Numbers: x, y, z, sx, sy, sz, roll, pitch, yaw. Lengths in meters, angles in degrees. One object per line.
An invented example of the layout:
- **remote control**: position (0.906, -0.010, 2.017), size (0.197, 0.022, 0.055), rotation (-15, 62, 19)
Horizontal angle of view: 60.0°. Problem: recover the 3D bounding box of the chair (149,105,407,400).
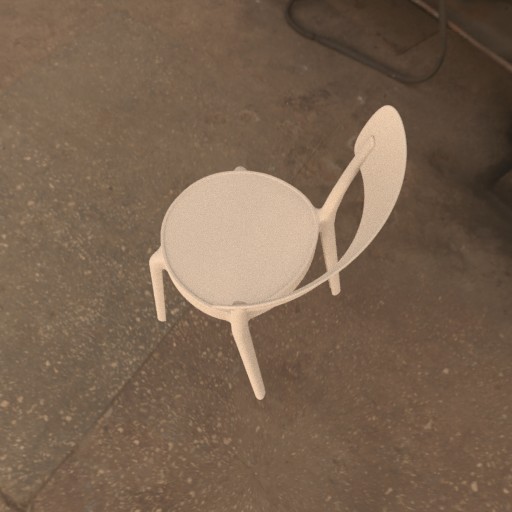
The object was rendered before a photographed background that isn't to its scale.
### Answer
- **chair**: position (0.000, 0.000, 1.122), size (0.491, 0.790, 0.506), rotation (34, 69, 15)
